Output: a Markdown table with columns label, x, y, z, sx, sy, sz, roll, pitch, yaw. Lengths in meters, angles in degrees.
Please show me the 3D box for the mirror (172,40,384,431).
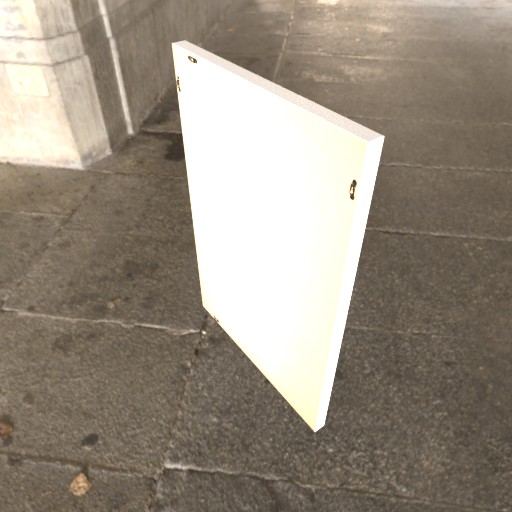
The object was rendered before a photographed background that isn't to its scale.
| label | x | y | z | sx | sy | sz | roll | pitch | yaw |
| --- | --- | --- | --- | --- | --- | --- | --- | --- | --- |
| mirror | 0.000 | 0.000 | 1.165 | 0.041 | 0.915 | 0.609 | -27 | 48 | -27 |
